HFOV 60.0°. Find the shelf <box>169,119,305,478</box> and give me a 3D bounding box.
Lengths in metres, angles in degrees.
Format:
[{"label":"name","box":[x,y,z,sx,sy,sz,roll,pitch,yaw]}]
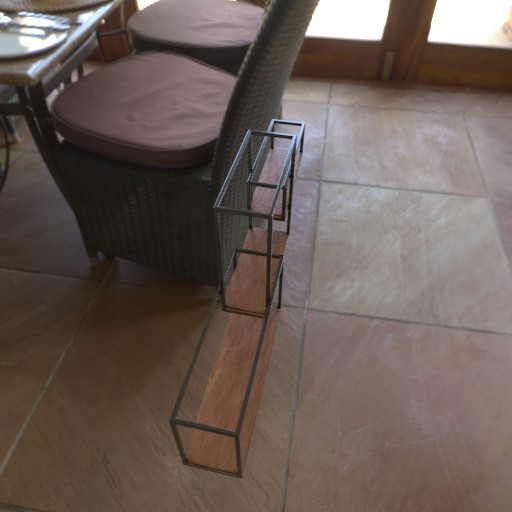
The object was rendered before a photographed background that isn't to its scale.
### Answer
[{"label":"shelf","box":[0.000,0.000,2.230,0.275,0.972,1.781,9,47,9]}]
